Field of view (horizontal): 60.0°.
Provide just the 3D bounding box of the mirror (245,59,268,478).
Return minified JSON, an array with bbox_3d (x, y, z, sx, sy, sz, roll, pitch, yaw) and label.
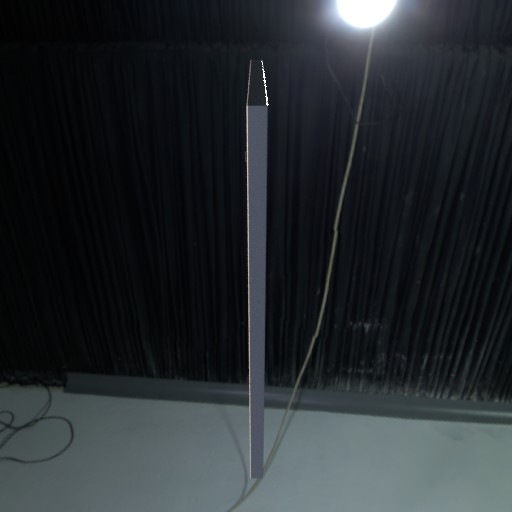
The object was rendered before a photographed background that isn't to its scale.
[{"bbox_3d":[0.000,0.000,1.337,0.040,1.016,0.762,0,29,0],"label":"mirror"}]
